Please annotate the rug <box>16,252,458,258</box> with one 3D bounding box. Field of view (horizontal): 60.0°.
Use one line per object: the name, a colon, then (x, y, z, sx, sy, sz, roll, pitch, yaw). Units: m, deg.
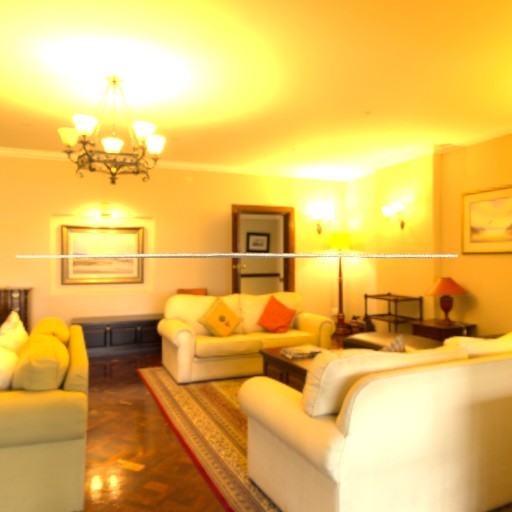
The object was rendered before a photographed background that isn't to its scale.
rug: (0.000, 0.000, 4.140, 3.202, 0.045, 2.434, 0, 0, 19)
